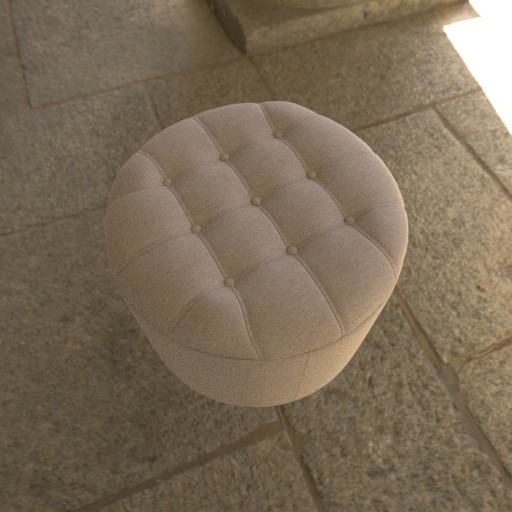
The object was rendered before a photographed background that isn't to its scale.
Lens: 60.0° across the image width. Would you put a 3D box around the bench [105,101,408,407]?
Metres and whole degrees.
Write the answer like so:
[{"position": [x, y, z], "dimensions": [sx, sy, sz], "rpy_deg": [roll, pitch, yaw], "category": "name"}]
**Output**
[{"position": [0.000, 0.000, 1.026], "dimensions": [0.600, 0.454, 0.600], "rpy_deg": [0, 60, 0], "category": "bench"}]
